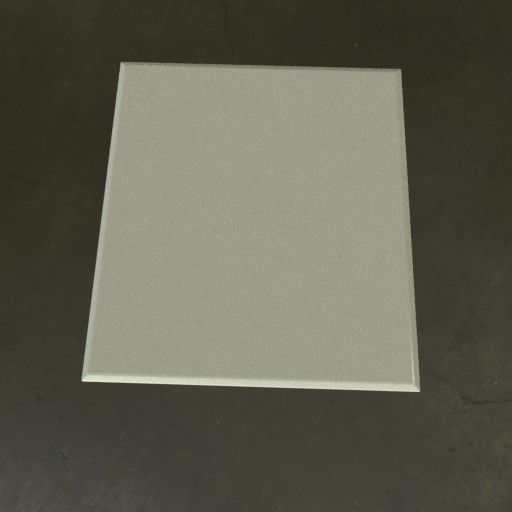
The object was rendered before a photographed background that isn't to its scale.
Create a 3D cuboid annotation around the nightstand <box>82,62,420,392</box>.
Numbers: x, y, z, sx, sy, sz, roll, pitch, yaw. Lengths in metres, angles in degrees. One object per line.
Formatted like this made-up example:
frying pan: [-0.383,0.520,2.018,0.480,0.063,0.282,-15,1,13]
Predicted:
nightstand: [0.000,0.000,0.926,0.459,0.555,0.505,2,76,0]
